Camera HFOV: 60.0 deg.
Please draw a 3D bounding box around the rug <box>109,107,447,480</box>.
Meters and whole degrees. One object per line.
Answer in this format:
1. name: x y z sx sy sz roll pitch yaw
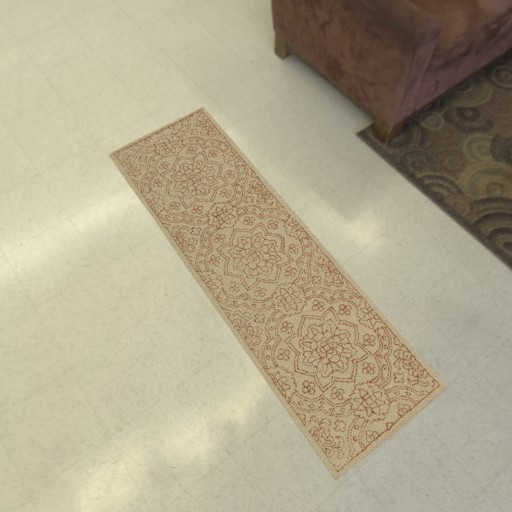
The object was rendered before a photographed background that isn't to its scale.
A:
1. rug: 0.000 0.000 2.692 0.769 0.012 2.448 -32 68 -15
